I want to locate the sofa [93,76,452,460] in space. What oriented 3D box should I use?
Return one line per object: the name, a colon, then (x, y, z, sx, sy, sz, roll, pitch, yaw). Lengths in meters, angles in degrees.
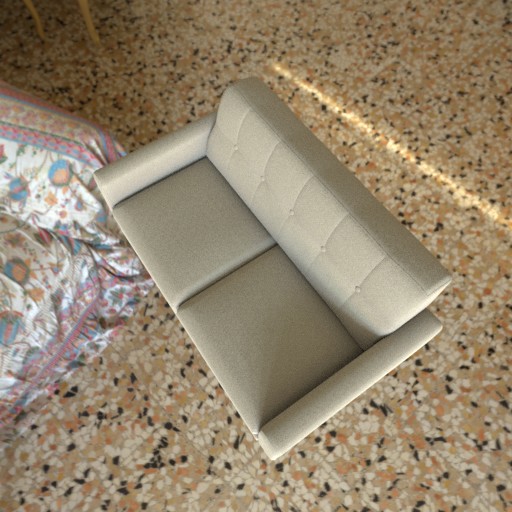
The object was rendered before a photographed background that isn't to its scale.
sofa: (0.000, 0.000, 2.269, 0.980, 0.892, 1.655, -32, 68, -15)
